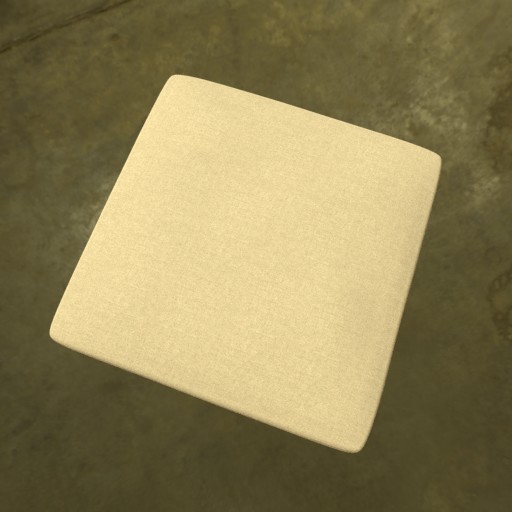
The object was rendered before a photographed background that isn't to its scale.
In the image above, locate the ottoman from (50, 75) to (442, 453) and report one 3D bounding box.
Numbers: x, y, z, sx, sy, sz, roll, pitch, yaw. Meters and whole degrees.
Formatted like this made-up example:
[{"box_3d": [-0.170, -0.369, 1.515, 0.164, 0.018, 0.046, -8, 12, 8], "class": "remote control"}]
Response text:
[{"box_3d": [0.000, 0.000, 1.318, 0.840, 0.436, 0.843, 19, 76, 5], "class": "ottoman"}]
